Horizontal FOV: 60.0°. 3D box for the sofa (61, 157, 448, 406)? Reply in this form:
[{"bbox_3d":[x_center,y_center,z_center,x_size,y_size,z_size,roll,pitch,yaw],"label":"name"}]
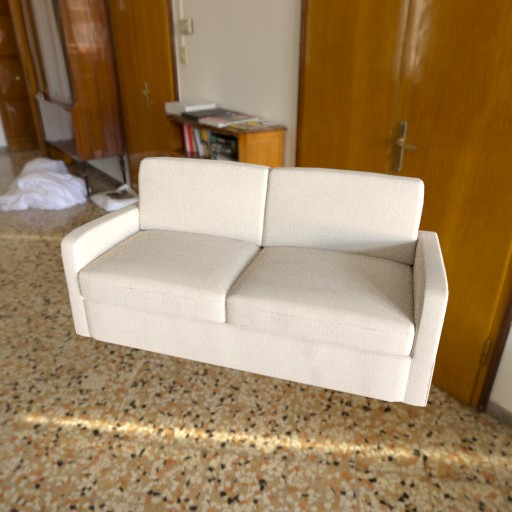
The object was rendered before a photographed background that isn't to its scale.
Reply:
[{"bbox_3d":[0.000,0.000,2.344,1.808,0.831,0.894,8,27,16],"label":"sofa"}]
